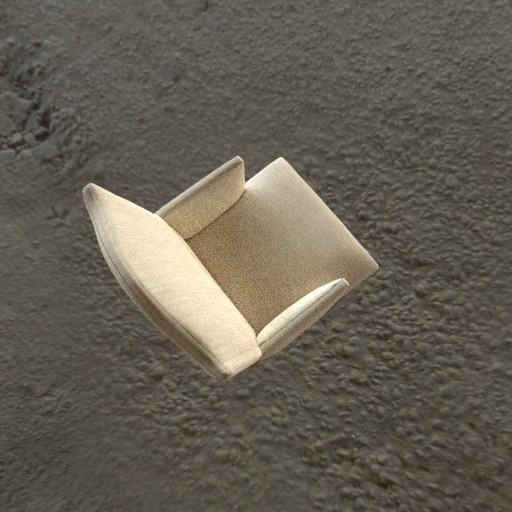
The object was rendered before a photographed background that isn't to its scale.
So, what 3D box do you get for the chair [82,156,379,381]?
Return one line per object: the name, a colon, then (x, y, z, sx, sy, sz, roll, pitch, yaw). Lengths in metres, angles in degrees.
chair: (0.000, 0.000, 1.360, 0.641, 1.016, 0.533, -37, 78, -10)
